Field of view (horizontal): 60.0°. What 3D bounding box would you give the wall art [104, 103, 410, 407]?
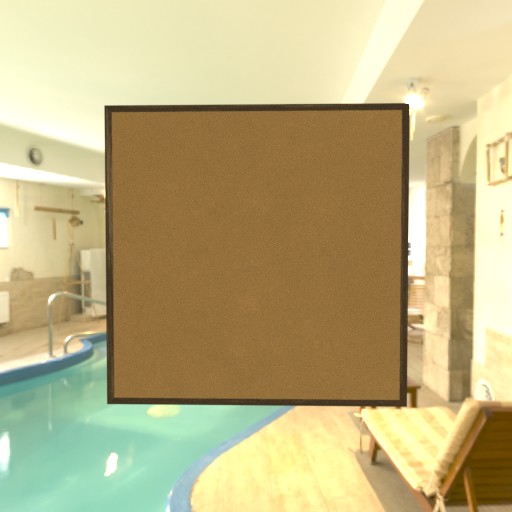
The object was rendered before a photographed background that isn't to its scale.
[{"bbox_3d":[0.000,0.000,1.138,0.762,0.758,0.043,0,2,1],"label":"wall art"}]
